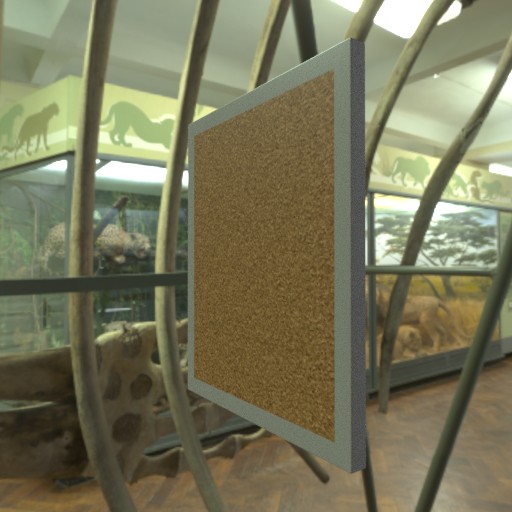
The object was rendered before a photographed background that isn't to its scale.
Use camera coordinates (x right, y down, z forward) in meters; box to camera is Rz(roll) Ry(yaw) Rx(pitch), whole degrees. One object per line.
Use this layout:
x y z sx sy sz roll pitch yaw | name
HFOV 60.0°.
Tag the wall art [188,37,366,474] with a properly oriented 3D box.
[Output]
0.000 0.000 0.755 0.028 0.556 0.454 0 -1 -36 | wall art
